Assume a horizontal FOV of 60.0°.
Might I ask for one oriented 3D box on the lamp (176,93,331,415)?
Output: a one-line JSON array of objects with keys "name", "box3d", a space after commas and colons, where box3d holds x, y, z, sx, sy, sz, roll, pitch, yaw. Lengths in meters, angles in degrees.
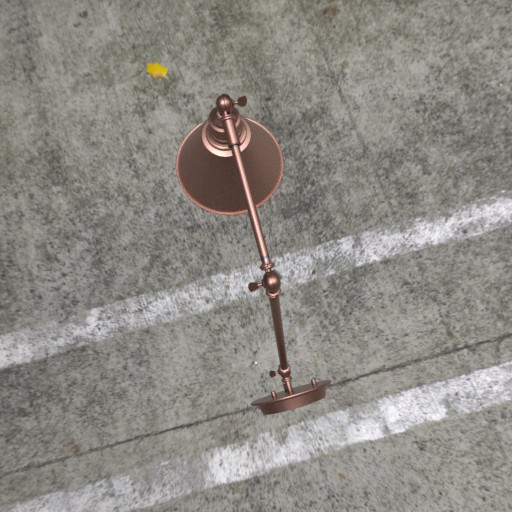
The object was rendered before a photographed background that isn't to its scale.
[{"name": "lamp", "box3d": [0.000, 0.000, 0.894, 0.223, 0.502, 0.624, -15, 77, -4]}]
